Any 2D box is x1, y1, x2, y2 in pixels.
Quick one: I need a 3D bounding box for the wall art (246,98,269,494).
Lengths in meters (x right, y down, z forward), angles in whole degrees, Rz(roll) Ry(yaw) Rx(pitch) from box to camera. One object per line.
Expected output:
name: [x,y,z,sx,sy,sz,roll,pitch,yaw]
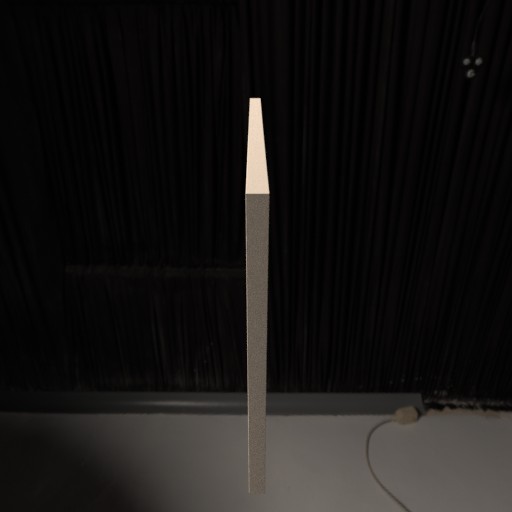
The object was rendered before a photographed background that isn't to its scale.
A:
wall art: [0.000,0.000,1.341,0.038,0.762,1.016,0,28,0]
